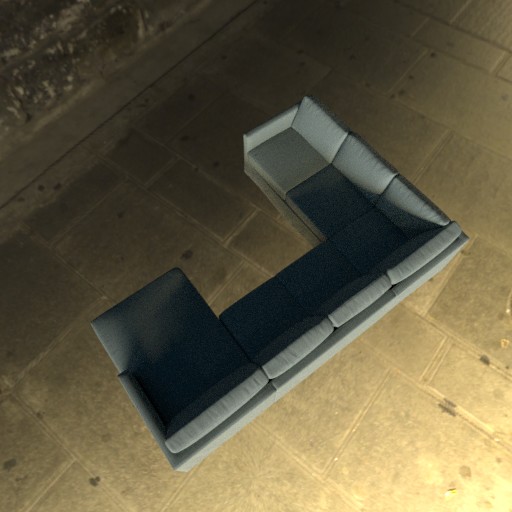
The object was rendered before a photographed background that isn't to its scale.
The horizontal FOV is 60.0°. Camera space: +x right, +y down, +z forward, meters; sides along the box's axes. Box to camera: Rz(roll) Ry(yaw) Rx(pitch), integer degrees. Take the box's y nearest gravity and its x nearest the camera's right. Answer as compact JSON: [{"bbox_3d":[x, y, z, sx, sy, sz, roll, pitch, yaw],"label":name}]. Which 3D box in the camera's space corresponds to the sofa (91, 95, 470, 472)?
[{"bbox_3d":[0.000,0.000,4.534,3.460,0.882,2.427,-34,68,-16],"label":"sofa"}]
